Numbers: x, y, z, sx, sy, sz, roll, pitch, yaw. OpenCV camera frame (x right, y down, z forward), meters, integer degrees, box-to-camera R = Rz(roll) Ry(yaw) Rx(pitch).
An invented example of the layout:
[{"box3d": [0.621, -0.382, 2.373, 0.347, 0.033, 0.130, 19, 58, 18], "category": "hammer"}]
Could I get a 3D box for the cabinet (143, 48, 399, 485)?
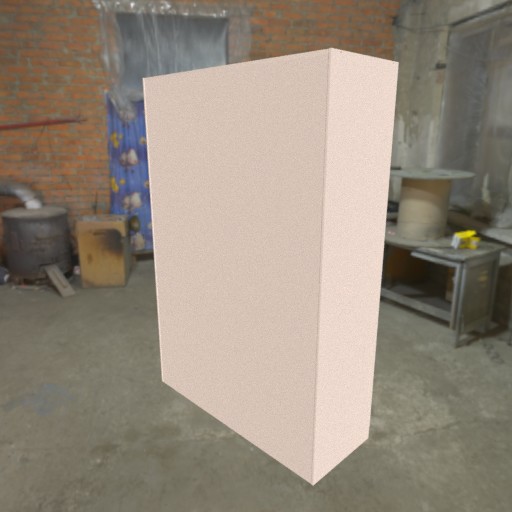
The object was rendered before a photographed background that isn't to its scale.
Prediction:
[{"box3d": [0.000, 0.000, 2.465, 0.510, 1.910, 1.290, -15, 21, -43], "category": "cabinet"}]
